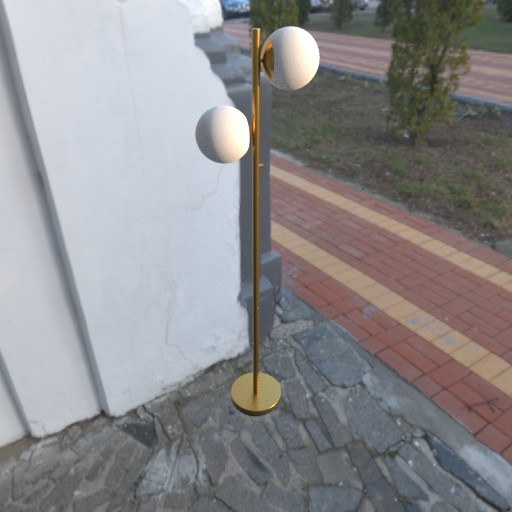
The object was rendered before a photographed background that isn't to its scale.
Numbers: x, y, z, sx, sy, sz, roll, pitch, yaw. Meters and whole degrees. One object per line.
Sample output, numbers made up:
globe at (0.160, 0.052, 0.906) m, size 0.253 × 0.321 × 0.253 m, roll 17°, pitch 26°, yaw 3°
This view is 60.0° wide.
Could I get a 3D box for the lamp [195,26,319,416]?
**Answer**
lamp at (0.000, 0.000, 1.786) m, size 0.419 × 1.641 × 0.249 m, roll -9°, pitch 32°, yaw -15°
